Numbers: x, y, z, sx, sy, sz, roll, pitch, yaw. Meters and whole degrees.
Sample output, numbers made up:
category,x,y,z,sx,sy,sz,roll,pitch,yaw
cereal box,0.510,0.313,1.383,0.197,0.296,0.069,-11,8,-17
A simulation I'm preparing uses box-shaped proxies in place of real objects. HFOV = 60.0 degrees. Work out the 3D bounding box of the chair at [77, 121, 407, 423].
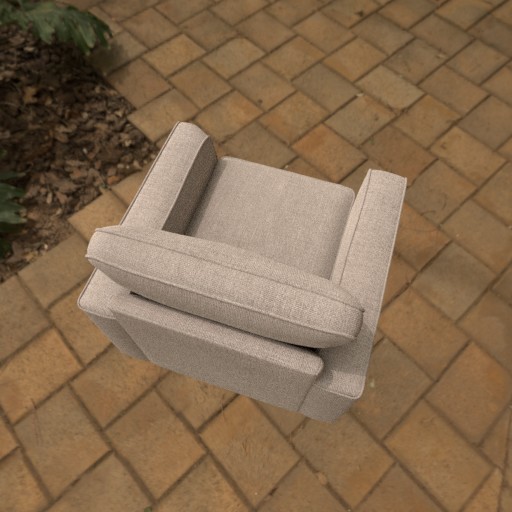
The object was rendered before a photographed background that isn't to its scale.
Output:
category,x,y,z,sx,sy,sz,roll,pitch,yaw
chair,0.000,0.000,1.786,1.015,0.965,0.939,16,63,9
